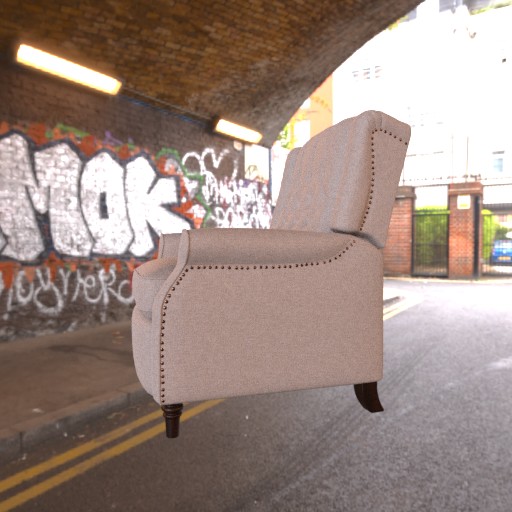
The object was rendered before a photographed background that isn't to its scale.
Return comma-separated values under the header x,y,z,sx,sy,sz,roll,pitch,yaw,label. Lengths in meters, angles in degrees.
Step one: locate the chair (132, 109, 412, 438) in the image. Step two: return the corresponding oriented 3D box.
x,y,z,sx,sy,sz,roll,pitch,yaw,label
0.000,0.000,1.674,0.902,1.035,0.742,-1,2,-18,chair
